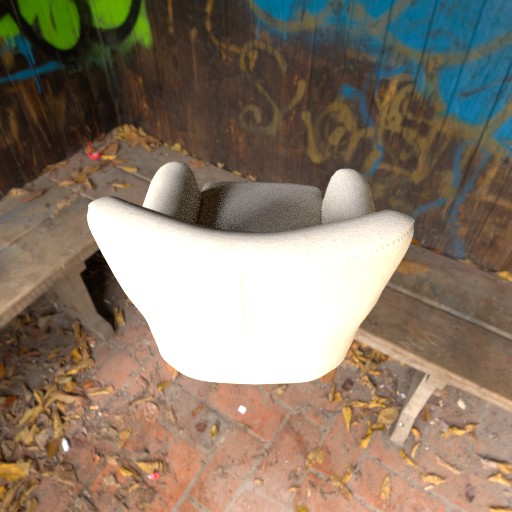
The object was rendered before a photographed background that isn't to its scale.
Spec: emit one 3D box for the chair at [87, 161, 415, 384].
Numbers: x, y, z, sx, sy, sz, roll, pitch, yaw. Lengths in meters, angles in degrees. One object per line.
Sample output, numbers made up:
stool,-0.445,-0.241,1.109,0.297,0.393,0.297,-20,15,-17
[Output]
chair,0.000,0.000,1.633,0.861,0.936,0.921,3,47,3
